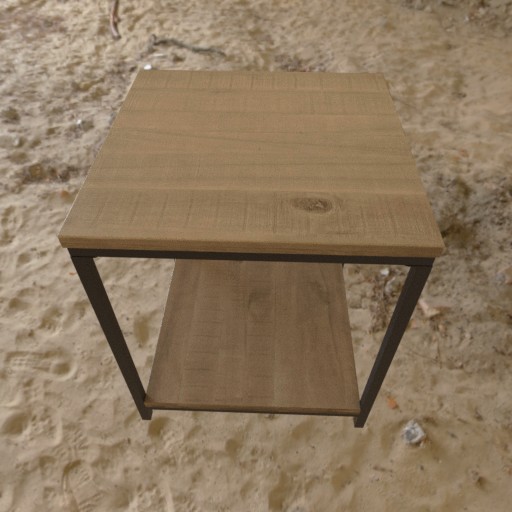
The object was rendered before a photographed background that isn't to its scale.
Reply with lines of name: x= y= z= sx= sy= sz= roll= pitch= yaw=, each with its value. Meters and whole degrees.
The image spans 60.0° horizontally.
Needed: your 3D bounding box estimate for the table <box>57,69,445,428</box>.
table: x=0.000 y=0.000 z=0.965 sx=0.507 sy=0.589 sz=0.503 roll=2 pitch=47 yaw=1
